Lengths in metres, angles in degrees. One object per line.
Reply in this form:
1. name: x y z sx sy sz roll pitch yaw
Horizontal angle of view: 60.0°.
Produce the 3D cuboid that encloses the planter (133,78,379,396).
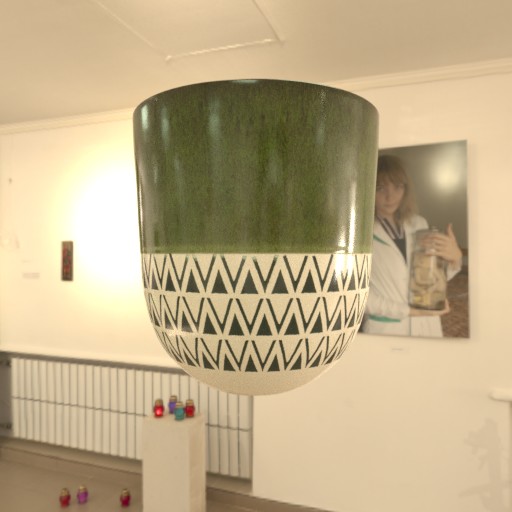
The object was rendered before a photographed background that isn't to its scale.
1. planter: 0.000 0.000 0.457 0.245 0.270 0.245 0 0 0
